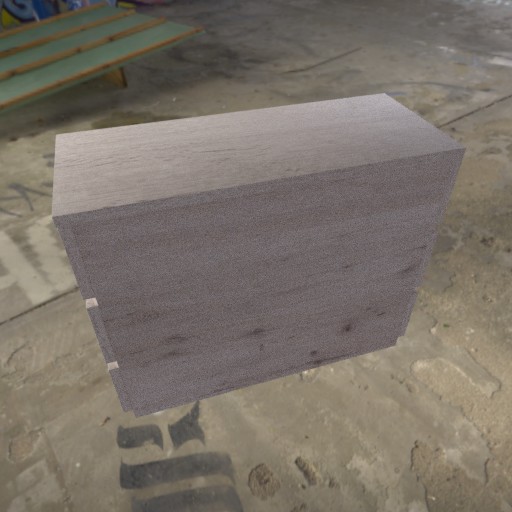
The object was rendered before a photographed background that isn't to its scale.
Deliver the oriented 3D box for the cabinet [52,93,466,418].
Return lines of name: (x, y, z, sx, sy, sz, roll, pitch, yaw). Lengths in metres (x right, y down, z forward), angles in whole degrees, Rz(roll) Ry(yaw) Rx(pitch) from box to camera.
cabinet: (0.000, 0.000, 1.472, 1.040, 0.820, 0.420, -12, 42, -14)
